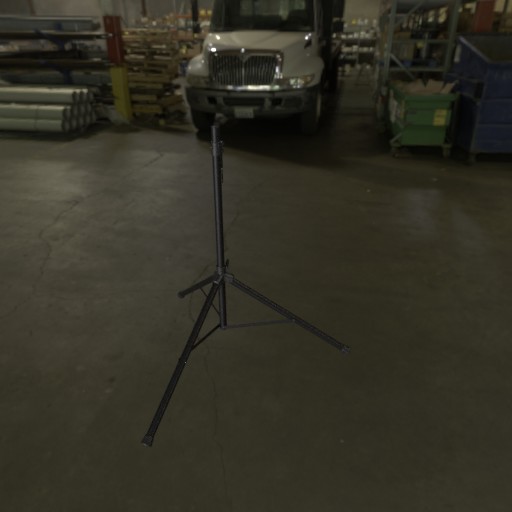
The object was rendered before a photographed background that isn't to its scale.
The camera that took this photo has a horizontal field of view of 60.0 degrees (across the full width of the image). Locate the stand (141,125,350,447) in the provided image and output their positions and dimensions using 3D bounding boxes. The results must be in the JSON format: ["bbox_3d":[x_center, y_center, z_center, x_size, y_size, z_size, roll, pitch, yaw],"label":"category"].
[{"bbox_3d":[0.000,0.000,2.795,1.339,1.595,1.596,0,27,0],"label":"stand"}]
